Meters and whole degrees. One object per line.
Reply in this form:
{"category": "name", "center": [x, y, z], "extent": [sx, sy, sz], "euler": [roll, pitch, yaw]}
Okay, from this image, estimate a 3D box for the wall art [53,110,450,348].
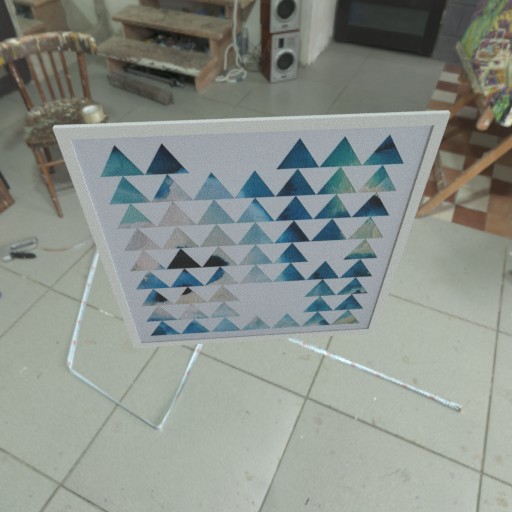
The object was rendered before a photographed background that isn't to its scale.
{"category": "wall art", "center": [0.000, 0.000, 0.674], "extent": [0.456, 0.456, 0.007], "euler": [-3, 46, -3]}
